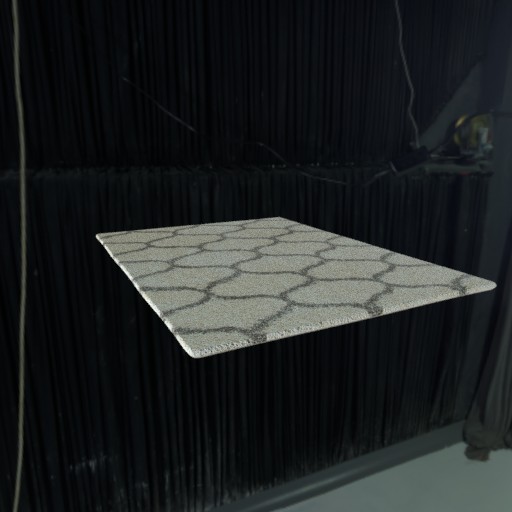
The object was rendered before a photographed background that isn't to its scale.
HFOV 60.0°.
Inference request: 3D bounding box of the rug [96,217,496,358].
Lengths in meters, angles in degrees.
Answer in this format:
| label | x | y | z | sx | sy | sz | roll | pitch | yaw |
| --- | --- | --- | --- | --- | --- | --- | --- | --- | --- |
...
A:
| label | x | y | z | sx | sy | sz | roll | pitch | yaw |
| --- | --- | --- | --- | --- | --- | --- | --- | --- | --- |
| rug | 0.000 | 0.000 | 2.068 | 1.200 | 0.025 | 1.600 | -8 | 17 | -26 |
